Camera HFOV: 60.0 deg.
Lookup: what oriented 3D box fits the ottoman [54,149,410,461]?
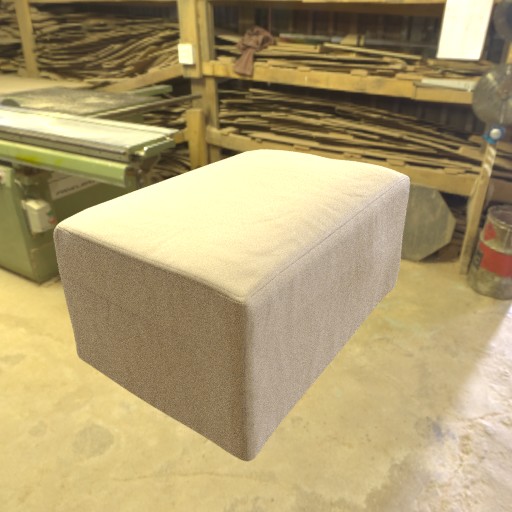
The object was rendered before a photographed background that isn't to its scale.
[{"bbox_3d":[0.000,0.000,1.233,0.590,0.444,0.872,18,33,31],"label":"ottoman"}]
